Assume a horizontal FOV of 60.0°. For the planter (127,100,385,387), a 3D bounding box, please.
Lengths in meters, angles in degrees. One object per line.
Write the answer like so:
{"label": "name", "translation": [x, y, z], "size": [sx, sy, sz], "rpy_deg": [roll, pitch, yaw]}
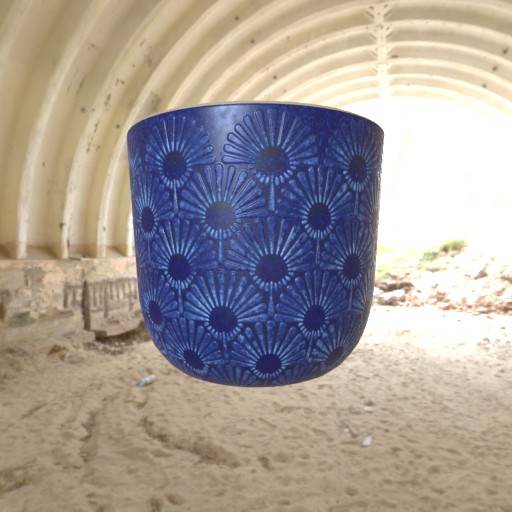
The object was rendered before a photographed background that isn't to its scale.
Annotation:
{"label": "planter", "translation": [0.000, 0.000, 0.369], "size": [0.206, 0.190, 0.206], "rpy_deg": [0, 1, 0]}
